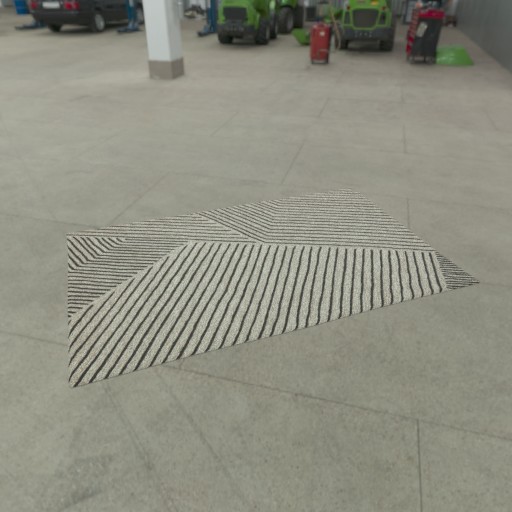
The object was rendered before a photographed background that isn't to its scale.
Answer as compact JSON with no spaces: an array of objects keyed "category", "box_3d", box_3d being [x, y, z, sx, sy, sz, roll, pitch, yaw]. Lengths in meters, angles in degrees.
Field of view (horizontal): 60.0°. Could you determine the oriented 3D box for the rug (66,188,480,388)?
[{"category":"rug","box_3d":[0.000,0.000,3.001,2.406,0.023,1.539,-11,34,-17]}]
